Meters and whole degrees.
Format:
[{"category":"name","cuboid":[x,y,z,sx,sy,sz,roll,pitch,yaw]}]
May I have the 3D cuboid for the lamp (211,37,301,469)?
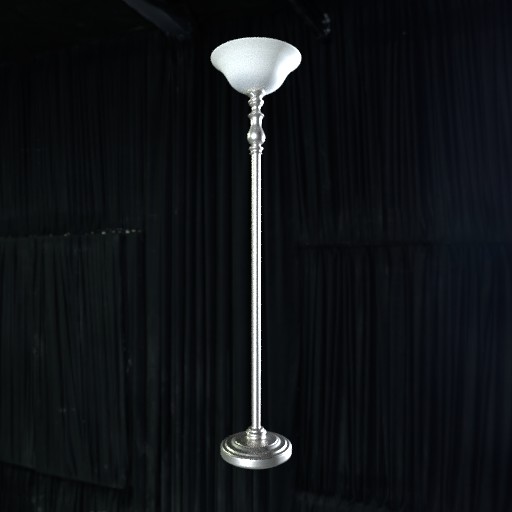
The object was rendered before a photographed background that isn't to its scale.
[{"category":"lamp","cuboid":[0.000,0.000,1.989,0.405,1.771,0.405,0,-1,18]}]
